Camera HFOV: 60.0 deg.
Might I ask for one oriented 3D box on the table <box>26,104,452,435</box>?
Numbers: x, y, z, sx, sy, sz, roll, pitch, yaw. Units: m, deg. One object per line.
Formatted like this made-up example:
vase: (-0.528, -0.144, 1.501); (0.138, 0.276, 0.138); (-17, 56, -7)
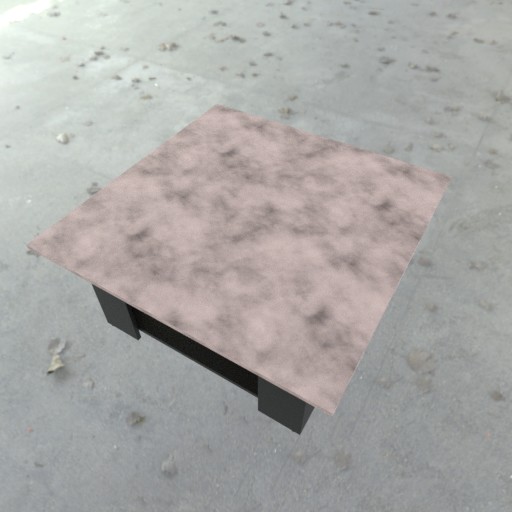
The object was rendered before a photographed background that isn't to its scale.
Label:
table: (0.000, 0.000, 1.074); (0.670, 0.305, 0.670); (24, 51, 21)
